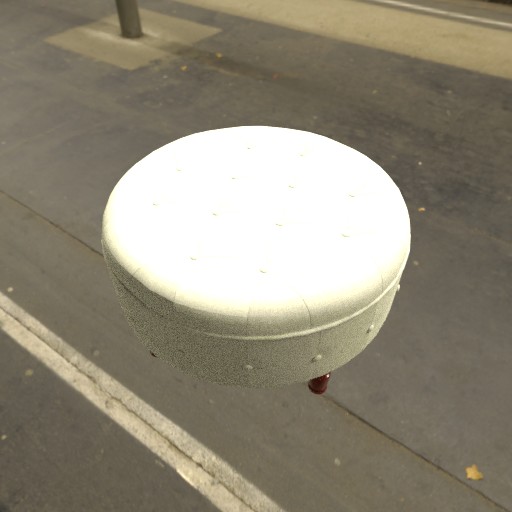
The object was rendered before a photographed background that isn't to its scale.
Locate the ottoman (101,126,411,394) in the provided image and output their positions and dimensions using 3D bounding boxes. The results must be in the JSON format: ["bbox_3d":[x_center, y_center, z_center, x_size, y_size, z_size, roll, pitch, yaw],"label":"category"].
[{"bbox_3d":[0.000,0.000,1.370,0.850,0.483,0.850,0,44,0],"label":"ottoman"}]
